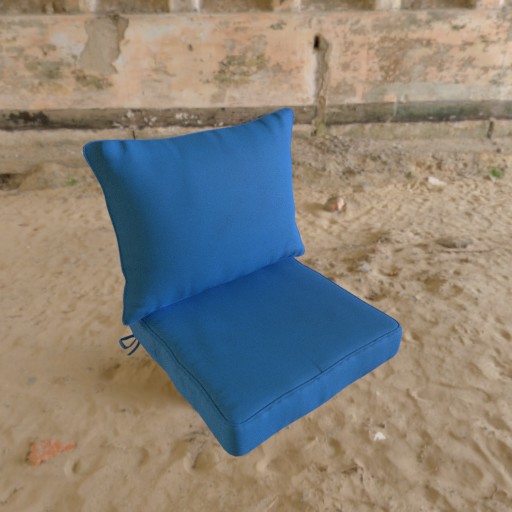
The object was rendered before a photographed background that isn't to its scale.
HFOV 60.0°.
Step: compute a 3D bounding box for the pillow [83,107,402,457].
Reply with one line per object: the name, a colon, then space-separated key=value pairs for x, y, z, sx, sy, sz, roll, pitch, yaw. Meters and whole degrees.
pillow: x=0.000 y=0.000 z=1.396 sx=0.798 sy=0.725 sz=0.733 roll=-21 pitch=36 yaw=-31
